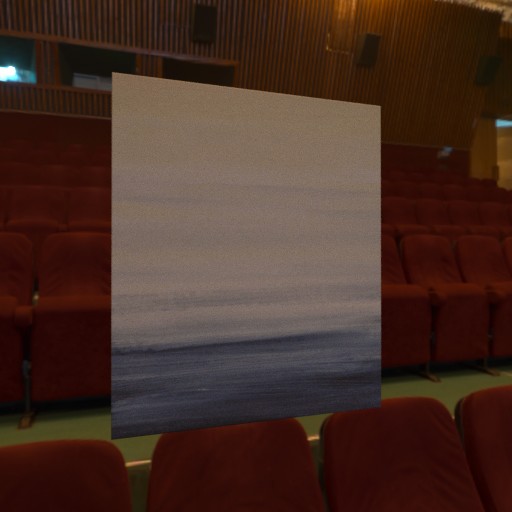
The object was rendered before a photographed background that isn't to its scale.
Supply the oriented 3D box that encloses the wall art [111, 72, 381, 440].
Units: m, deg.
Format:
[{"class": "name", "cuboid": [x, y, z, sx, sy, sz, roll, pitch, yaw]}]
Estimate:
[{"class": "wall art", "cuboid": [0.000, 0.000, 0.702, 0.435, 0.511, 0.037, 0, 0, -18]}]
